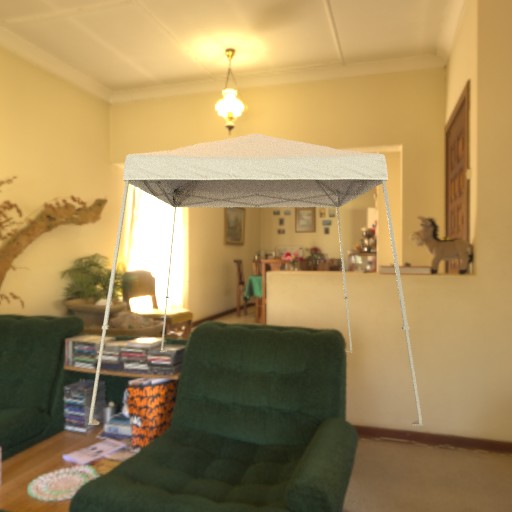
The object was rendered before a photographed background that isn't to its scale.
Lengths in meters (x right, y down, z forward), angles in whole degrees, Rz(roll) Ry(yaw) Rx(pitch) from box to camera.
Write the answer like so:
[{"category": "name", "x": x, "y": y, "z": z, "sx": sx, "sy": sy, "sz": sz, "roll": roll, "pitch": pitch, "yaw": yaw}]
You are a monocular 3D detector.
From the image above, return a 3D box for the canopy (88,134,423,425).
[{"category": "canopy", "x": 0.000, "y": 0.000, "z": 6.541, "sx": 3.599, "sy": 3.600, "sz": 3.600, "roll": 0, "pitch": 0, "yaw": 0}]
